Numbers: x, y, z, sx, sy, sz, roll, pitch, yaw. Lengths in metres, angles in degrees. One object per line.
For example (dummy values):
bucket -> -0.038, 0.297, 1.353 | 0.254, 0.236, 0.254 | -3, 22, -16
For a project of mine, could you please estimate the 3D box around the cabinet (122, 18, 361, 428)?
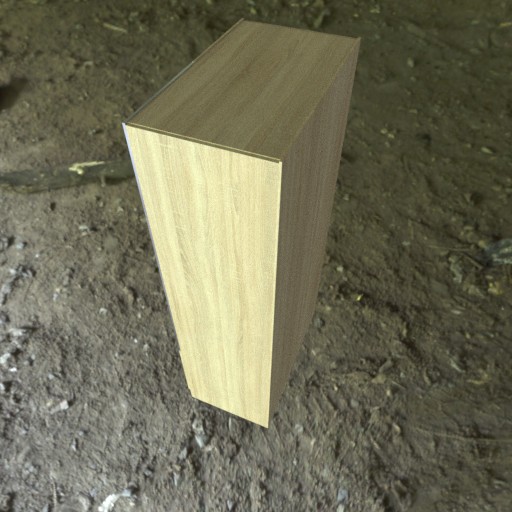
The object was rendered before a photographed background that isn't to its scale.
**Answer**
cabinet -> 0.000, 0.000, 2.515 | 0.590, 2.121, 1.001 | 17, 50, 15
